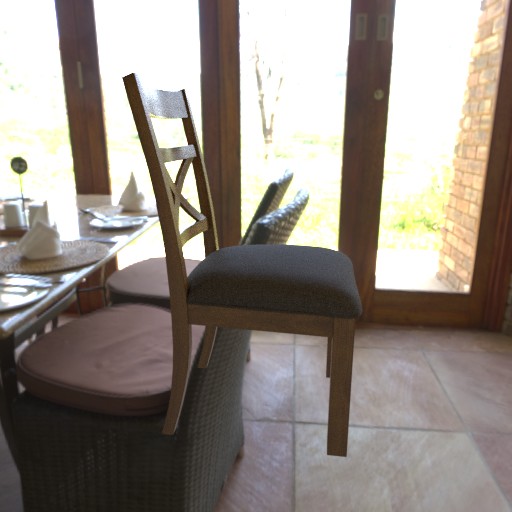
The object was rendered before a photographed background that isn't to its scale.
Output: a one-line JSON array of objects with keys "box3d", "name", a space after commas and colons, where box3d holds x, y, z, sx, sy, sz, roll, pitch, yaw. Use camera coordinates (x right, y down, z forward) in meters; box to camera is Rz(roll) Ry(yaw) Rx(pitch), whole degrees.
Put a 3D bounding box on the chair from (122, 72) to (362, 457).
[{"box3d": [0.000, 0.000, 1.281, 0.581, 0.949, 0.470, 2, 16, 8], "name": "chair"}]
